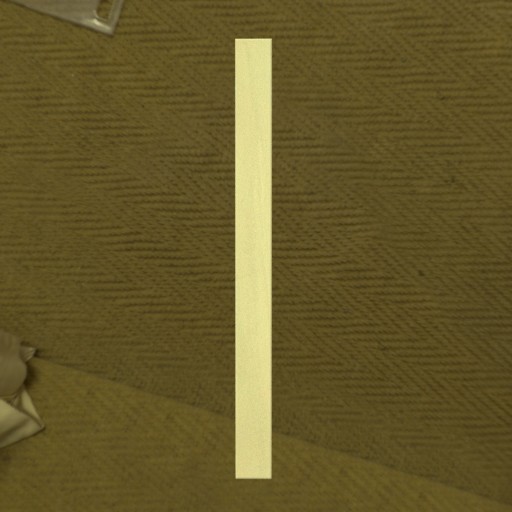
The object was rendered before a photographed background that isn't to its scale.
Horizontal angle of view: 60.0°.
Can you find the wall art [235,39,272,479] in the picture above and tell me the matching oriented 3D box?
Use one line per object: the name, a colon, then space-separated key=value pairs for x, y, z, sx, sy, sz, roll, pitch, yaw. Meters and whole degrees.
wall art: x=0.000 y=0.000 z=0.796 sx=0.040 sy=0.608 sz=0.489 roll=0 pitch=91 yaw=1
